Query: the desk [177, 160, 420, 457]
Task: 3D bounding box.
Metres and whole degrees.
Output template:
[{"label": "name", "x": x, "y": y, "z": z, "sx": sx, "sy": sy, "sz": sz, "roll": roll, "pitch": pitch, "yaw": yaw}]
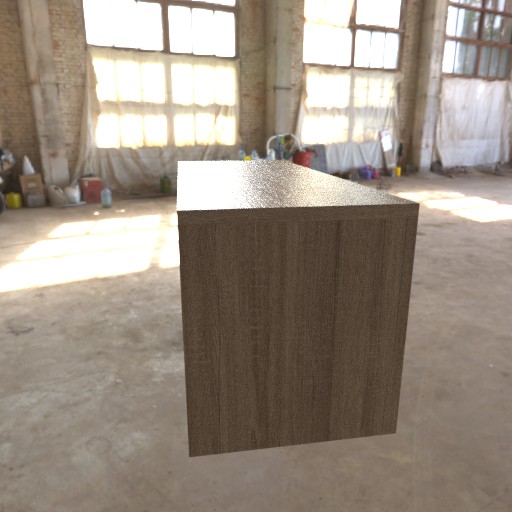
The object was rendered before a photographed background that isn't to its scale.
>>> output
[{"label": "desk", "x": 0.000, "y": 0.000, "z": 2.087, "sx": 0.690, "sy": 0.760, "sz": 1.700, "roll": -3, "pitch": 16, "yaw": -9}]
